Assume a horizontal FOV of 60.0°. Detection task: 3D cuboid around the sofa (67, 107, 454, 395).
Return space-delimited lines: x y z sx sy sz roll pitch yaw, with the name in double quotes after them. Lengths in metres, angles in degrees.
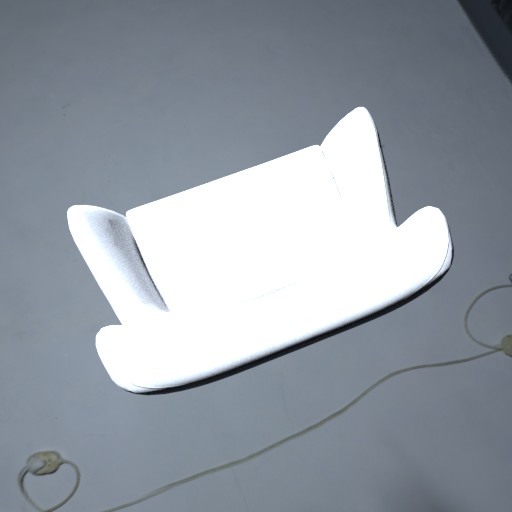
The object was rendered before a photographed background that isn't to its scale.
0.000 0.000 2.013 1.424 0.878 0.921 -20 76 -5 "sofa"
